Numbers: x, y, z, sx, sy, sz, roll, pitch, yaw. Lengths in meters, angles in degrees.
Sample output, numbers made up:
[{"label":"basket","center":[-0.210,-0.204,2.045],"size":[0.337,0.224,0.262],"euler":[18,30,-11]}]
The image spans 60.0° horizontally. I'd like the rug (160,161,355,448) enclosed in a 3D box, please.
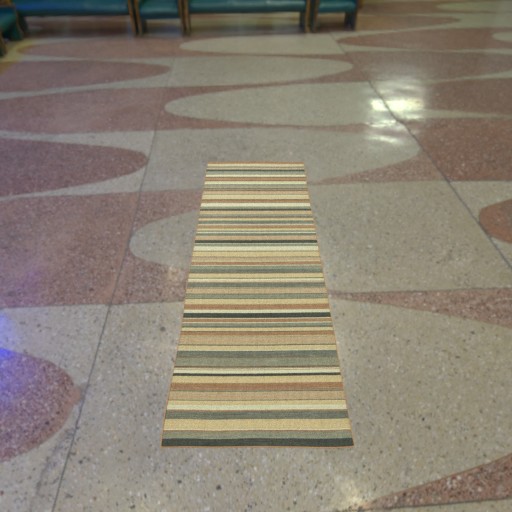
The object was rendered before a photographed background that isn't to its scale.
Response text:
[{"label":"rug","center":[0.000,0.000,2.738],"size":[0.799,0.010,2.444],"euler":[0,40,0]}]
